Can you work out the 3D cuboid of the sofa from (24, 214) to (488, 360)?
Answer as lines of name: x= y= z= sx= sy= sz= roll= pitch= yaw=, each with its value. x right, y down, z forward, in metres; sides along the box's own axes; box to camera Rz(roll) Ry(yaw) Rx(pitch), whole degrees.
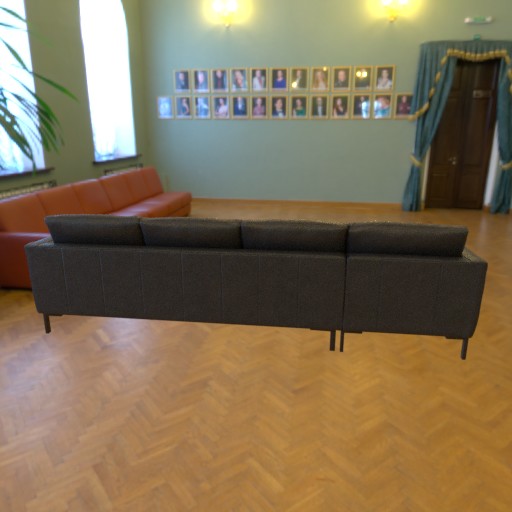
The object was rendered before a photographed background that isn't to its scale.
sofa: x=0.000 y=0.000 z=3.563 sx=2.993 sy=0.859 sz=1.471 roll=2 pitch=16 yaw=7
